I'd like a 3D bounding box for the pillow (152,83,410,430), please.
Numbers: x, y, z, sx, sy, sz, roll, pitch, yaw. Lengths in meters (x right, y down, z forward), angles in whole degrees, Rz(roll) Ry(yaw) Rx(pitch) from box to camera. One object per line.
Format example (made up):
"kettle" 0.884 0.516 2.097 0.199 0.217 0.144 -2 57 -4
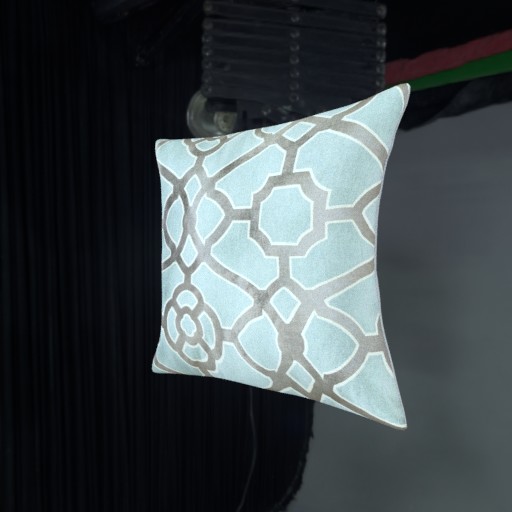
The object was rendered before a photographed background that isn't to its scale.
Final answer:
"pillow" 0.000 0.000 0.809 0.552 0.508 0.166 0 0 36
